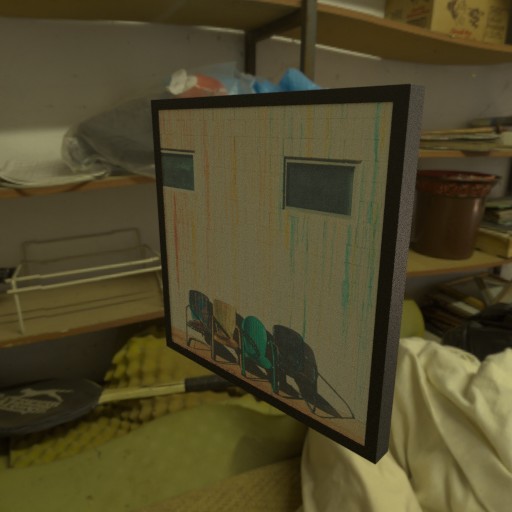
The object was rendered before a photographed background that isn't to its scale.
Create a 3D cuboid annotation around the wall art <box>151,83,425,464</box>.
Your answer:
[{"bbox_3d":[0.000,0.000,0.738,0.506,0.506,0.037,15,23,42],"label":"wall art"}]
